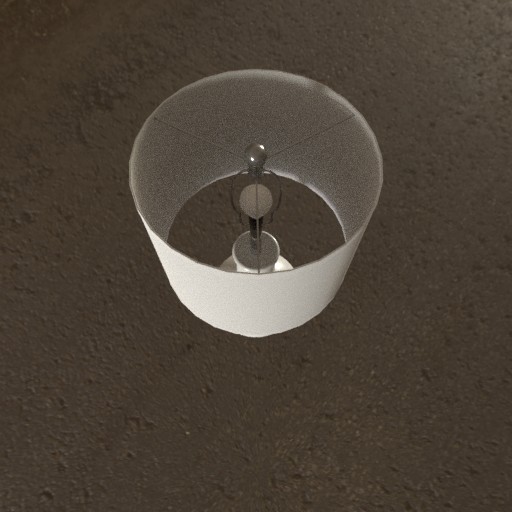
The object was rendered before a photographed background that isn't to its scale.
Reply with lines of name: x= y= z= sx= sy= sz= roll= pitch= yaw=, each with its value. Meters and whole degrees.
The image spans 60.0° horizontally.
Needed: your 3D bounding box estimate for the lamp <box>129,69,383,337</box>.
lamp: x=0.000 y=0.000 z=0.902 sx=0.357 sy=0.673 sz=0.357 roll=-1 pitch=64 yaw=-1
